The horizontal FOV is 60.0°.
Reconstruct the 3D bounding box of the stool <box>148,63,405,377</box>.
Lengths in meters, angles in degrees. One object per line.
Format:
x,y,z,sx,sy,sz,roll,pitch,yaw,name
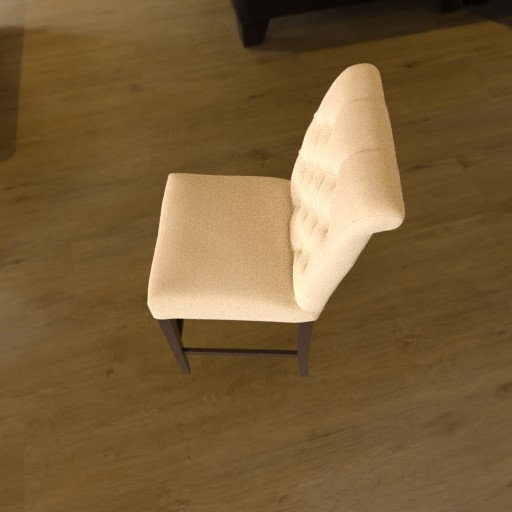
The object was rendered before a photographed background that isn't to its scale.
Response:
0.000,0.000,1.437,0.610,1.118,0.482,1,58,1,stool
